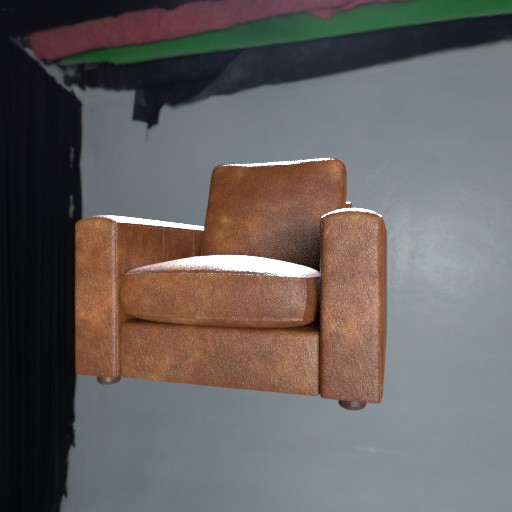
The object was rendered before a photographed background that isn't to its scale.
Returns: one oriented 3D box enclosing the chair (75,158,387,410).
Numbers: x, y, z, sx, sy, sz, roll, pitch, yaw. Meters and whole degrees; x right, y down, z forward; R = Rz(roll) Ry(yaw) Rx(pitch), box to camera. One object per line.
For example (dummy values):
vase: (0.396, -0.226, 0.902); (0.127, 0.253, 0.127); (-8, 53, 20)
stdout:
chair: (0.000, 0.000, 1.788); (1.005, 0.873, 1.016); (0, 1, 17)
